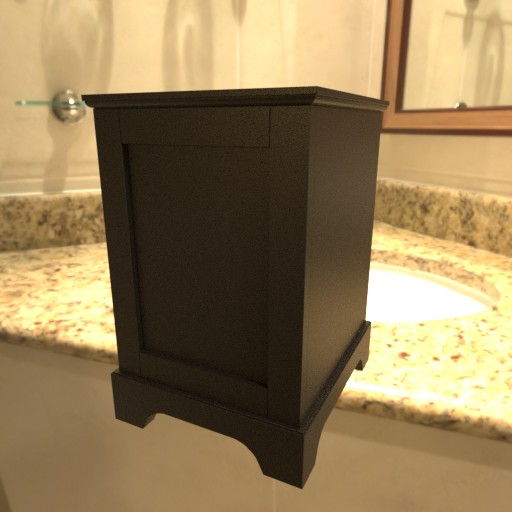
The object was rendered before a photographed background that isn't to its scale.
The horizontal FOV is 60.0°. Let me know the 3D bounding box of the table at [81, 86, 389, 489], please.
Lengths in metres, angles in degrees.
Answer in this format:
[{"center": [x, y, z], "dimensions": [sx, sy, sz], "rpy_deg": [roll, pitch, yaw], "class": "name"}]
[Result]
[{"center": [0.000, 0.000, 0.909], "dimensions": [0.399, 0.610, 0.460], "rpy_deg": [8, 19, 26], "class": "table"}]
